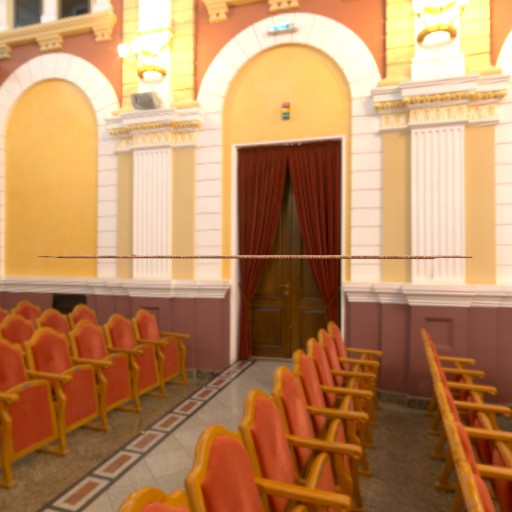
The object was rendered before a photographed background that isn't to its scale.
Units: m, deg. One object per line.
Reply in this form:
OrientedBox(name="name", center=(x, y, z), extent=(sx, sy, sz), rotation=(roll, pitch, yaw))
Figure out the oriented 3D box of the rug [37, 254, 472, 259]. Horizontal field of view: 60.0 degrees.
OrientedBox(name="rug", center=(0.000, 0.000, 2.064), extent=(1.718, 0.017, 0.905), rotation=(0, 0, 18))
